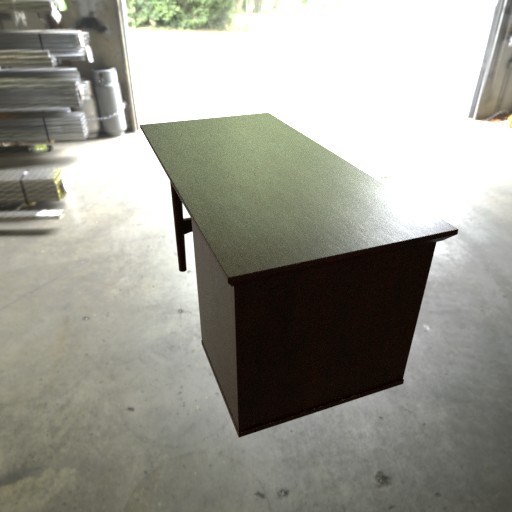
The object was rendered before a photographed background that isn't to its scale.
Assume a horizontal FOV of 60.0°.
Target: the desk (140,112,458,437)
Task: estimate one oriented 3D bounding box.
[{"bbox_3d":[0.000,0.000,1.735,0.612,0.758,1.277,-11,33,-18],"label":"desk"}]
